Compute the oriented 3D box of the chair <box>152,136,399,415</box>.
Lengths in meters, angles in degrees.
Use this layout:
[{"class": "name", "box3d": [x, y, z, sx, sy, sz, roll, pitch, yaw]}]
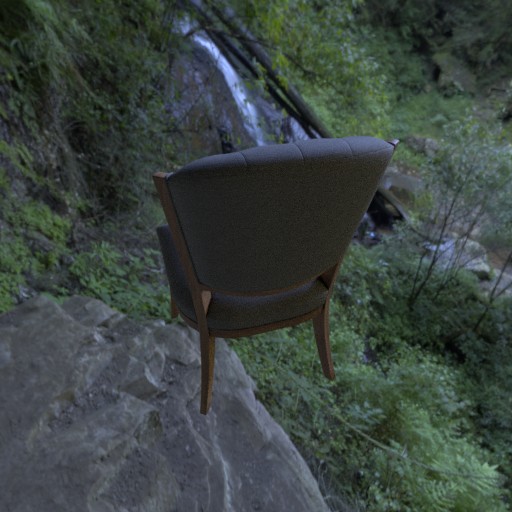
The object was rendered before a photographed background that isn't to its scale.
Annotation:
[{"class": "chair", "box3d": [0.000, 0.000, 1.251, 0.513, 0.905, 0.584, -11, 41, -13]}]
